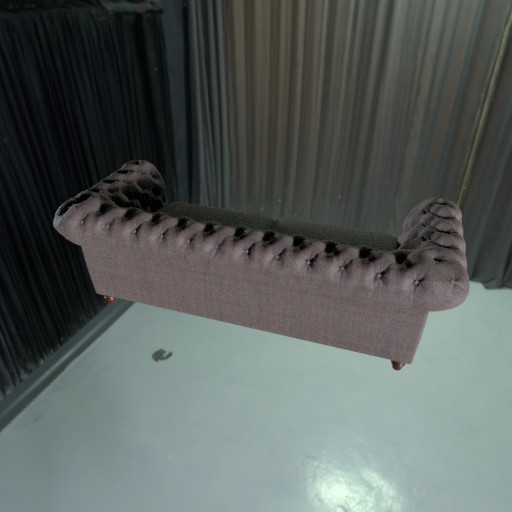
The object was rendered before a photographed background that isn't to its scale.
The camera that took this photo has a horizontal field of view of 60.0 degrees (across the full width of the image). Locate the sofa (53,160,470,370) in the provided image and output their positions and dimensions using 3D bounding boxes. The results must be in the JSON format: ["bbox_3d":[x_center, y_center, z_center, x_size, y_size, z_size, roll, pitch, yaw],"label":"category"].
[{"bbox_3d":[0.000,0.000,2.844,2.385,0.787,0.944,10,34,15],"label":"sofa"}]
